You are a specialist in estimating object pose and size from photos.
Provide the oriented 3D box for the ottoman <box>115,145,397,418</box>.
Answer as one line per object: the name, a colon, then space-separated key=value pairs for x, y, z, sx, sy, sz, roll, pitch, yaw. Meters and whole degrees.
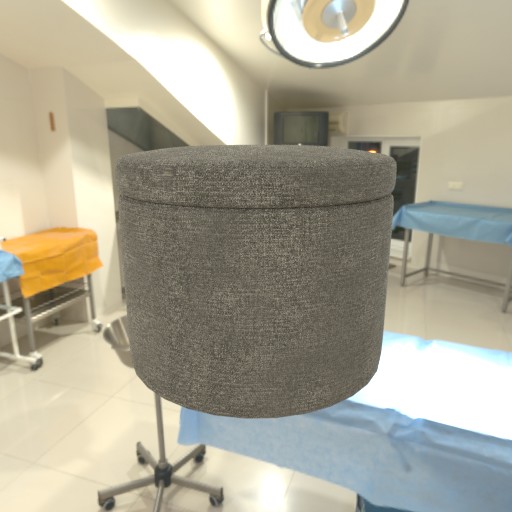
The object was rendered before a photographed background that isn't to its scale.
ottoman: x=0.000 y=0.000 z=0.869 sx=0.500 sy=0.419 sz=0.500 roll=0 pitch=15 yaw=0
